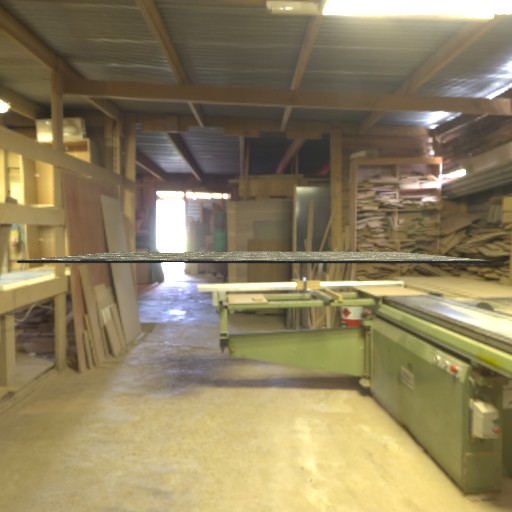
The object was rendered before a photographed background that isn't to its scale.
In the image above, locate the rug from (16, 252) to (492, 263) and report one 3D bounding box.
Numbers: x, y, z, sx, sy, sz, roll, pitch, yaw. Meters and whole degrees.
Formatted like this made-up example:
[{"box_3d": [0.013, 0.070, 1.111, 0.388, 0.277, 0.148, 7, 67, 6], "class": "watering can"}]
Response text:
[{"box_3d": [0.000, 0.000, 2.880, 2.294, 0.014, 1.528, 0, 2, 0], "class": "rug"}]
